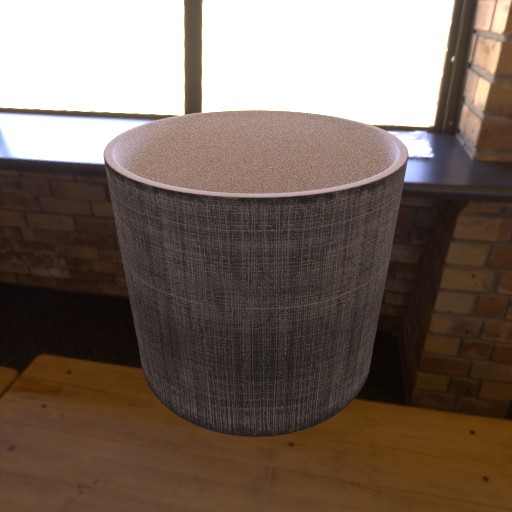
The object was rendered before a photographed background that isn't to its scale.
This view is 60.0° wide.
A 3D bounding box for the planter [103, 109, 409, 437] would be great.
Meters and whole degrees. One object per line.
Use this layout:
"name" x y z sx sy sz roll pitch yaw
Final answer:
"planter" 0.000 0.000 0.385 0.221 0.201 0.221 0 30 0
